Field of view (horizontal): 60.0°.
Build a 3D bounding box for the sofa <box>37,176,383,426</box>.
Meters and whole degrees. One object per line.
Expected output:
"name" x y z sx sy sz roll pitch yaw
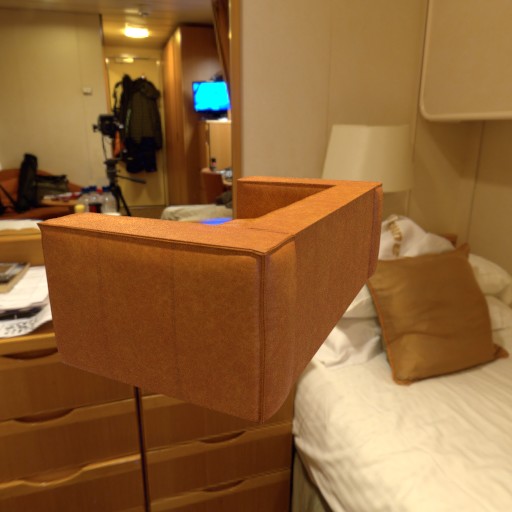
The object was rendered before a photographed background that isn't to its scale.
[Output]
"sofa" 0.000 0.000 2.583 1.102 0.703 2.088 8 18 24
